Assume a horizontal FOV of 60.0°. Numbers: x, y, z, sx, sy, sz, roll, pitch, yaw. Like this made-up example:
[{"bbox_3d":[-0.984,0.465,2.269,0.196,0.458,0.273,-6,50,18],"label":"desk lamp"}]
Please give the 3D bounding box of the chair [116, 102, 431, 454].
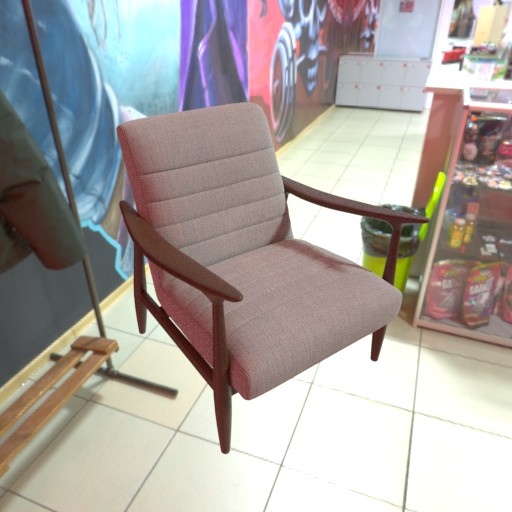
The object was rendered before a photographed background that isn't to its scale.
[{"bbox_3d":[0.000,0.000,1.481,0.741,0.832,0.798,-20,35,-31],"label":"chair"}]
